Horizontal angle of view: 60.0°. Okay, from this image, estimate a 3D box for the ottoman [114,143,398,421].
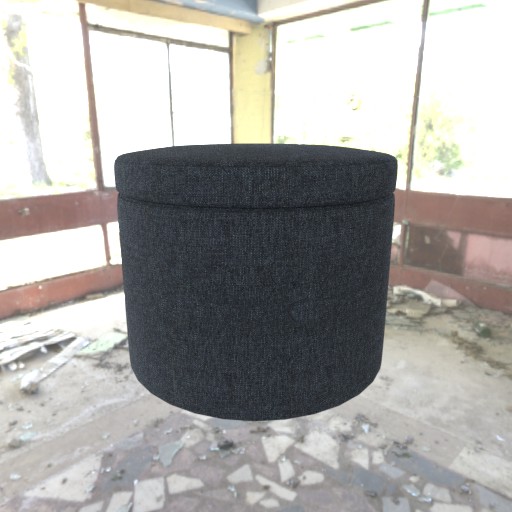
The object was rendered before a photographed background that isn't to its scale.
[{"bbox_3d":[0.000,0.000,0.859,0.500,0.419,0.500,0,15,0],"label":"ottoman"}]
